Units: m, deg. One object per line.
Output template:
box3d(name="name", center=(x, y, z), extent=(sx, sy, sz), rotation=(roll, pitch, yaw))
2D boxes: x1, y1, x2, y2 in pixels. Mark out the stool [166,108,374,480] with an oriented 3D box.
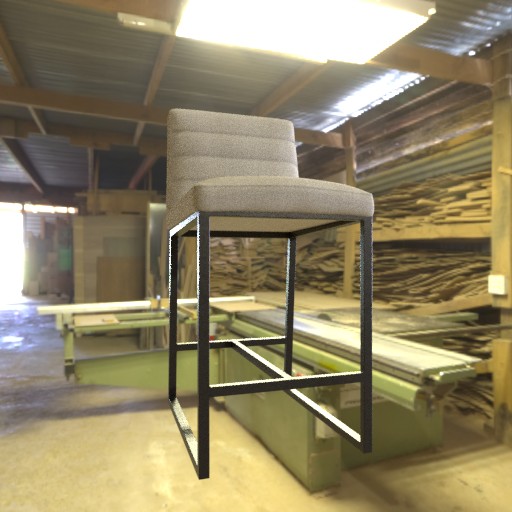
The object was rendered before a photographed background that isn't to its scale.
box3d(name="stool", center=(0.000, 0.000, 1.276), extent=(0.459, 0.971, 0.567), rotation=(0, 0, -18))
